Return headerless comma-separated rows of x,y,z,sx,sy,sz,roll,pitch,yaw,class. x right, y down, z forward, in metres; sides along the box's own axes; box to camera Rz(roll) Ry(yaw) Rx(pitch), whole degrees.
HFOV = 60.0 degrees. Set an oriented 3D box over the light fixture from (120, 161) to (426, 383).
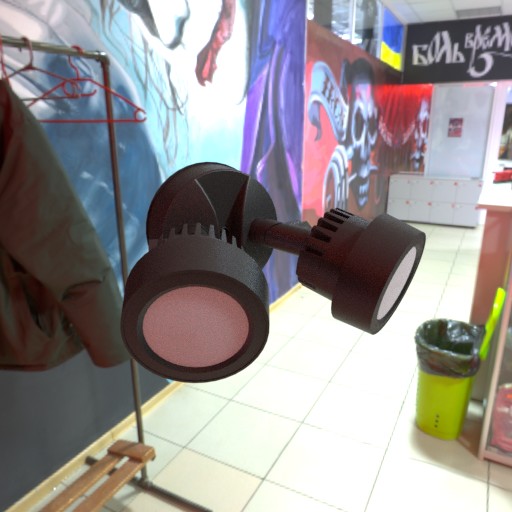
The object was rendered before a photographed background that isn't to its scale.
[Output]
0.000,0.000,0.312,0.213,0.120,0.168,-9,18,-28,light fixture
